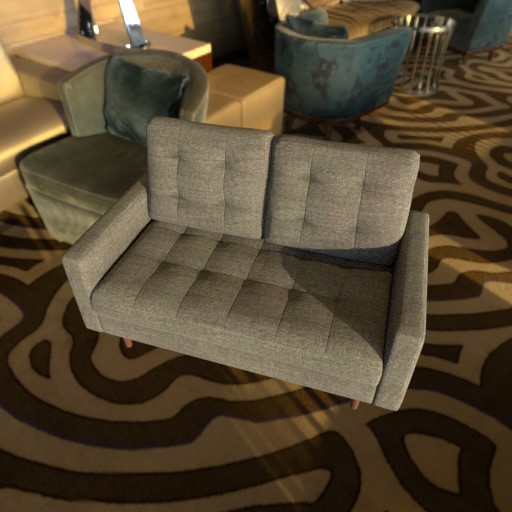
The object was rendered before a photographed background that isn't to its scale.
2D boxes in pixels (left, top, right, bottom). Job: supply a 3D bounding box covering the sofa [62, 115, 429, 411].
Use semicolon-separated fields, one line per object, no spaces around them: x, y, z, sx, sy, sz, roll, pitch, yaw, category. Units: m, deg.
0.000;0.000;1.959;1.407;0.907;0.842;12;41;13;sofa
